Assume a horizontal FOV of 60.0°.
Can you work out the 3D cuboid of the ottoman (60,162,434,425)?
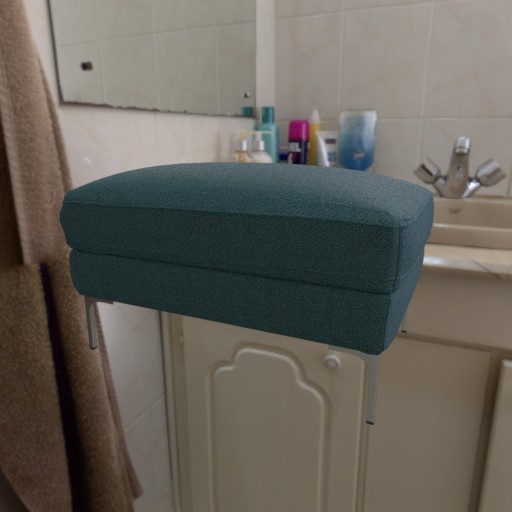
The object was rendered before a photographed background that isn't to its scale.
[{"bbox_3d":[0.000,0.000,1.211,0.856,0.498,0.563,7,16,25],"label":"ottoman"}]
